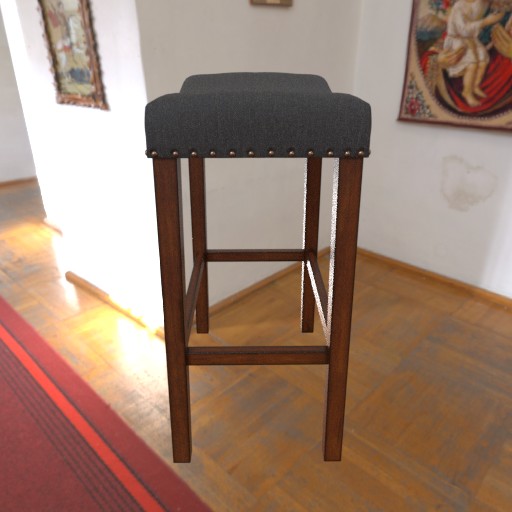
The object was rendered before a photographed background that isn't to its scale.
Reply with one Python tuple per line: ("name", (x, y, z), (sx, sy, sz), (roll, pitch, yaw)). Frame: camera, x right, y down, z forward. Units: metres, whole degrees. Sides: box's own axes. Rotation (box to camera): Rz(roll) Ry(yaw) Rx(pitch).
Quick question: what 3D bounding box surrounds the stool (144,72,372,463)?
("stool", (0.000, 0.000, 1.024), (0.366, 0.760, 0.502), (0, 26, -1))
